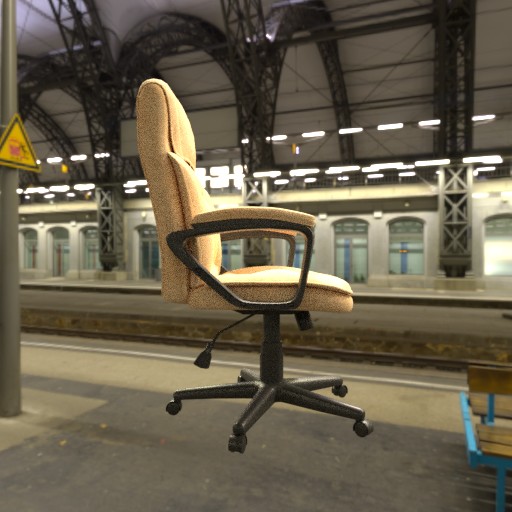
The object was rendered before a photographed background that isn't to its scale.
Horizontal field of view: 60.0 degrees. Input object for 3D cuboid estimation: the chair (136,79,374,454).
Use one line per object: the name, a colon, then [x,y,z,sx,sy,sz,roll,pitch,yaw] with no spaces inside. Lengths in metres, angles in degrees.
chair: [0.000,0.000,1.552,0.724,1.105,0.667,0,0,0]
